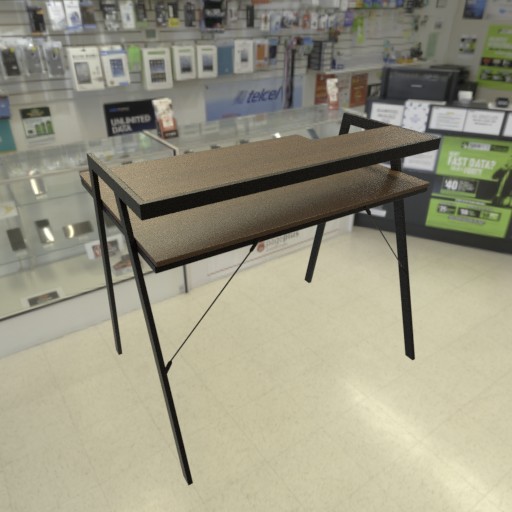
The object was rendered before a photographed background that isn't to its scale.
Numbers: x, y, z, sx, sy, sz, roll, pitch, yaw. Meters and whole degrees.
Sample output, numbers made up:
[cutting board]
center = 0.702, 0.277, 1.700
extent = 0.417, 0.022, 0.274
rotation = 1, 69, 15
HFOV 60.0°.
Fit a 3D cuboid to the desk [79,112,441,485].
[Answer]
[desk]
center = 0.000, 0.000, 1.869
extent = 1.143, 0.998, 0.936
rotation = -18, 34, -28
